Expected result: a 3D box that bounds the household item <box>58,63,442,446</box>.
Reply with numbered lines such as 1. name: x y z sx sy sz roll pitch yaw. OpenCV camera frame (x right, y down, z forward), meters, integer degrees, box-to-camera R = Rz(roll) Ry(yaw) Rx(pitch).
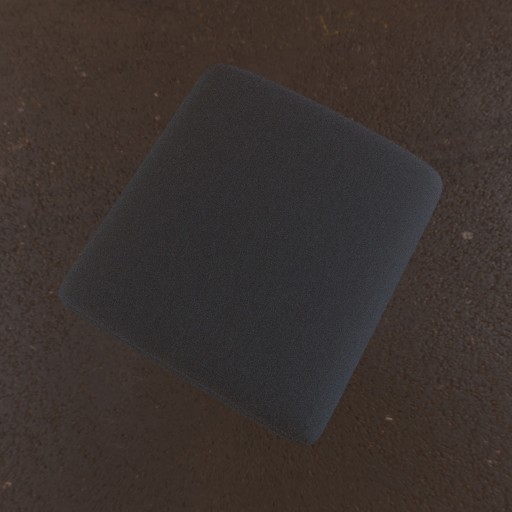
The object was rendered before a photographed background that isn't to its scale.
1. household item: 0.000 0.000 0.896 0.530 0.420 0.530 29 79 6
